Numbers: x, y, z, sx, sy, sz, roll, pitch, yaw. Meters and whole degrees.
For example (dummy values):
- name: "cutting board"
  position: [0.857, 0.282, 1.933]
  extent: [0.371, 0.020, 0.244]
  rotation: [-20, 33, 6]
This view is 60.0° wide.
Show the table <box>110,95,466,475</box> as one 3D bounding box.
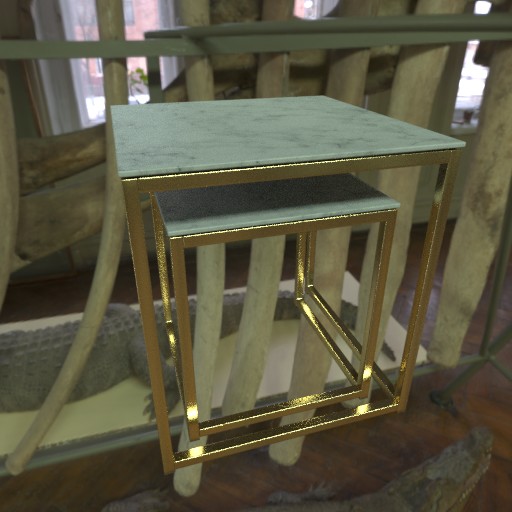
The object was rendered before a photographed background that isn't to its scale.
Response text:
- name: "table"
  position: [0.000, 0.000, 0.840]
  extent: [0.450, 0.500, 0.450]
  rotation: [-8, 29, -15]
